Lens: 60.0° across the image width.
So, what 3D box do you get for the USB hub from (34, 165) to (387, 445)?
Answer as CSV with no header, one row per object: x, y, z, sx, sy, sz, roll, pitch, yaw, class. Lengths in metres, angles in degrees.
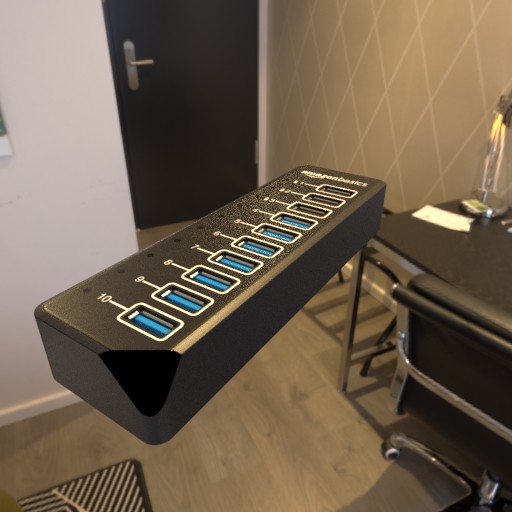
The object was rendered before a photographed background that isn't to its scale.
0.000,0.000,0.160,0.044,0.023,0.145,19,35,29,USB hub
